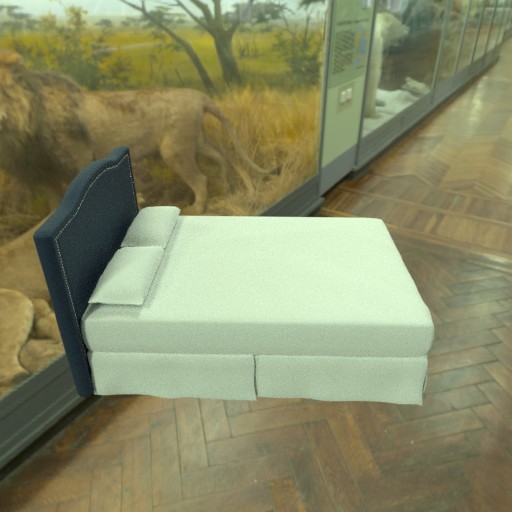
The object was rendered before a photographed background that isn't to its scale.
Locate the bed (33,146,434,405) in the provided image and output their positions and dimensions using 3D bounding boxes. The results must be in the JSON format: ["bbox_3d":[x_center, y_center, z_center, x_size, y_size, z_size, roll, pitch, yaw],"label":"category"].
[{"bbox_3d":[0.000,0.000,3.529,2.507,1.441,1.741,1,31,1],"label":"bed"}]
